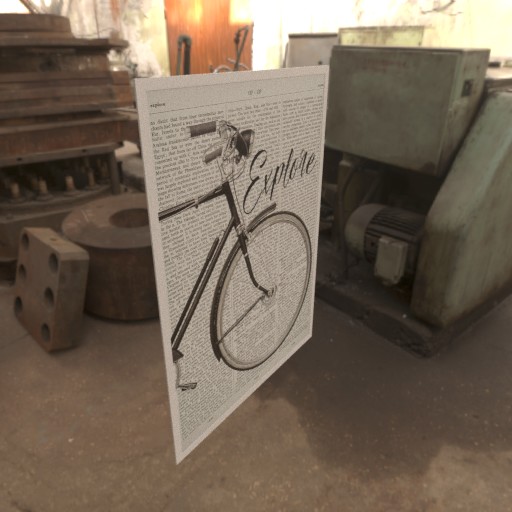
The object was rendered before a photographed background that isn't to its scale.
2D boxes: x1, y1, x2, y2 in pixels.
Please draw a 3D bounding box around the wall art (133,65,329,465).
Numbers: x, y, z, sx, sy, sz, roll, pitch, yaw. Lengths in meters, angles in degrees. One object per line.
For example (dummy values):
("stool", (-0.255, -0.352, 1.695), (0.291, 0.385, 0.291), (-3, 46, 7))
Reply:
("wall art", (0.000, 0.000, 0.788), (0.003, 0.610, 0.457), (17, 31, 32))
